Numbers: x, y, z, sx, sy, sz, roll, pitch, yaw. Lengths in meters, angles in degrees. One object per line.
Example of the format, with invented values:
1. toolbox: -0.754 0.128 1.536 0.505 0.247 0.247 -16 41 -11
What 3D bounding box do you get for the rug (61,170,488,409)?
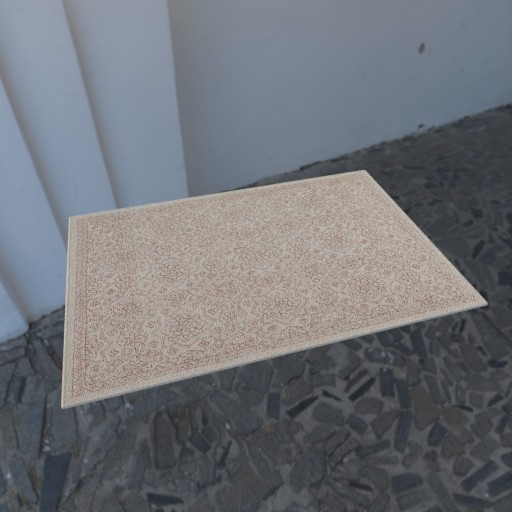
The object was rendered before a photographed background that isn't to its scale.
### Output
1. rug: 0.000 0.000 2.240 1.829 0.010 1.219 -11 43 -12
